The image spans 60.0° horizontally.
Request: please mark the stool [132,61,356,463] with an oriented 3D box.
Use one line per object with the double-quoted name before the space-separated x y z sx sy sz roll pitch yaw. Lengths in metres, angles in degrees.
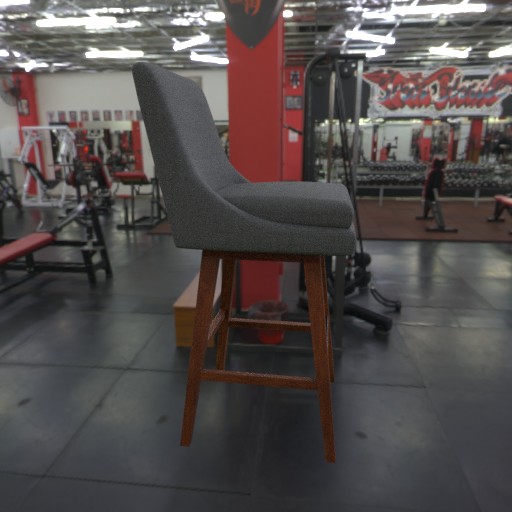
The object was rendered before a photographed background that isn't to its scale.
"stool" 0.000 0.000 1.247 0.524 0.977 0.447 2 15 9
